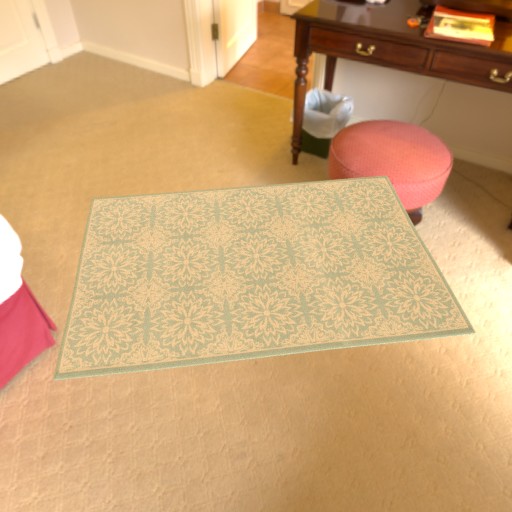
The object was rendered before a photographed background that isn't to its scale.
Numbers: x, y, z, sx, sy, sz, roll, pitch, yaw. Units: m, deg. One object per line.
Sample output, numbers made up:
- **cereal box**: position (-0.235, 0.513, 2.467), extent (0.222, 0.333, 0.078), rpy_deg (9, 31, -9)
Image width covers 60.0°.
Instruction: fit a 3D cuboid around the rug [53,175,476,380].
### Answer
- **rug**: position (0.000, 0.000, 3.476), extent (2.746, 0.018, 1.819), rpy_deg (-5, 46, -5)
